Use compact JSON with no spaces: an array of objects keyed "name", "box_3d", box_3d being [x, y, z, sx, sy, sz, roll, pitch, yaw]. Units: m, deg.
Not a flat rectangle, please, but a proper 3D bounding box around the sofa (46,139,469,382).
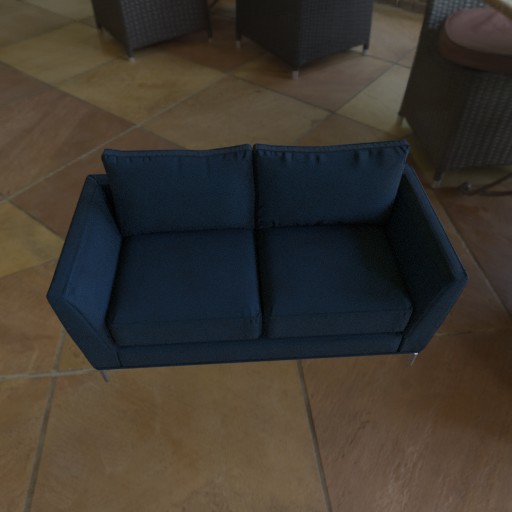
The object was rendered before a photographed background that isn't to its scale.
[{"name":"sofa","box_3d":[0.000,0.000,2.295,1.770,1.002,0.853,-3,47,-2]}]
